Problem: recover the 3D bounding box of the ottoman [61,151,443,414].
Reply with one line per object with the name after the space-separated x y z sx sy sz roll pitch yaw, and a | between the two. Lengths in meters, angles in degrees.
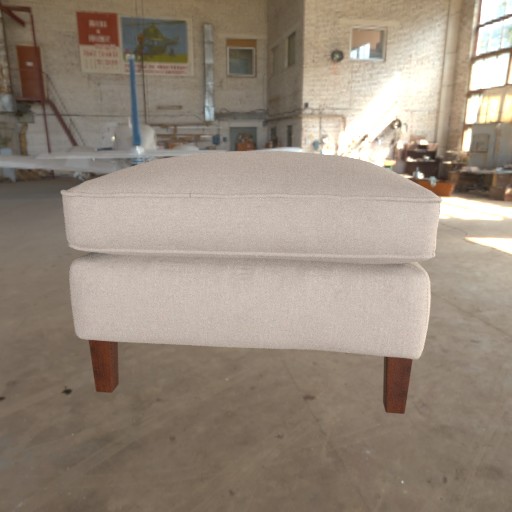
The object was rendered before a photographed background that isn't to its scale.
0.000 0.000 0.988 0.665 0.456 0.501 2 15 7 | ottoman
